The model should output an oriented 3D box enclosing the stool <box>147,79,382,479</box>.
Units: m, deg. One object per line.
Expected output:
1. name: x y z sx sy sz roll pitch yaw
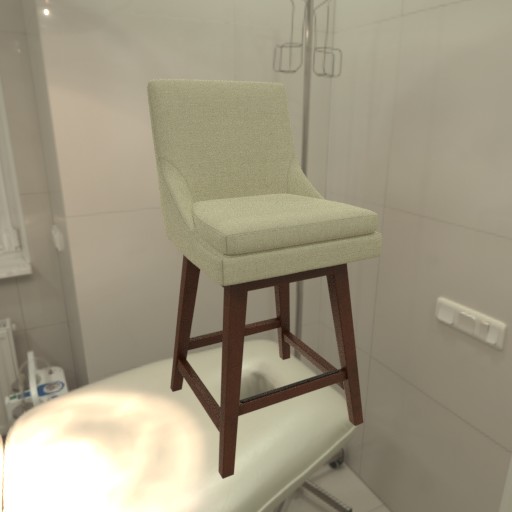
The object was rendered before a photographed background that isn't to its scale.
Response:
1. stool: 0.000 0.000 1.306 0.469 0.991 0.559 -9 20 -26
